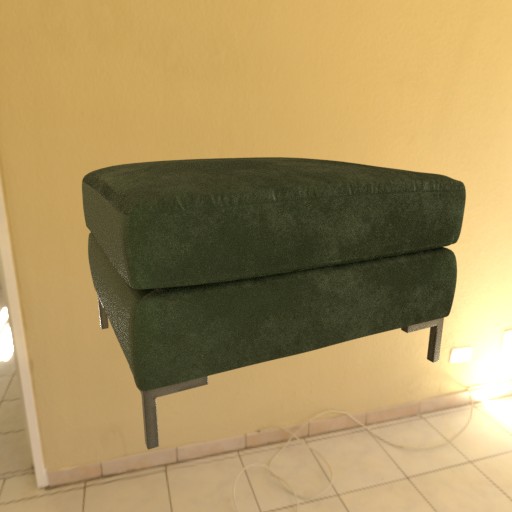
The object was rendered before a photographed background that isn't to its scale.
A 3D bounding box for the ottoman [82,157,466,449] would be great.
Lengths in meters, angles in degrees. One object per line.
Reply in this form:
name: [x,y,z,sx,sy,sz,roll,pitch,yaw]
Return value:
ottoman: [0.000,0.000,1.257,0.839,0.538,0.701,-7,17,-26]
